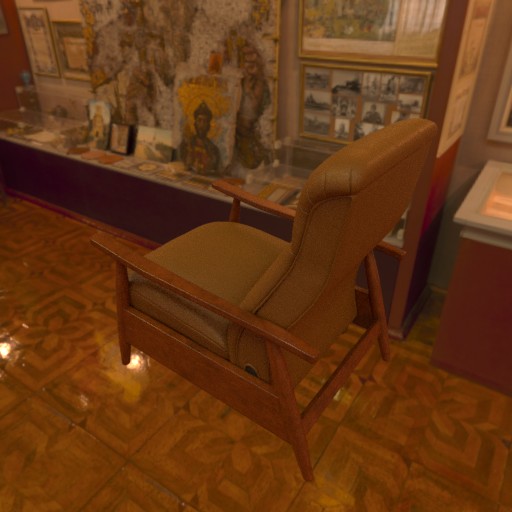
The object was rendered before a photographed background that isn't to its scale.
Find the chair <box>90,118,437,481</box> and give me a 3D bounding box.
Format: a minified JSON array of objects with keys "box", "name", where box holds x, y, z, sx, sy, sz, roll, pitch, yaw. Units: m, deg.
[{"box":[0.000,0.000,1.718,1.014,1.082,0.762,20,36,30],"name":"chair"}]
